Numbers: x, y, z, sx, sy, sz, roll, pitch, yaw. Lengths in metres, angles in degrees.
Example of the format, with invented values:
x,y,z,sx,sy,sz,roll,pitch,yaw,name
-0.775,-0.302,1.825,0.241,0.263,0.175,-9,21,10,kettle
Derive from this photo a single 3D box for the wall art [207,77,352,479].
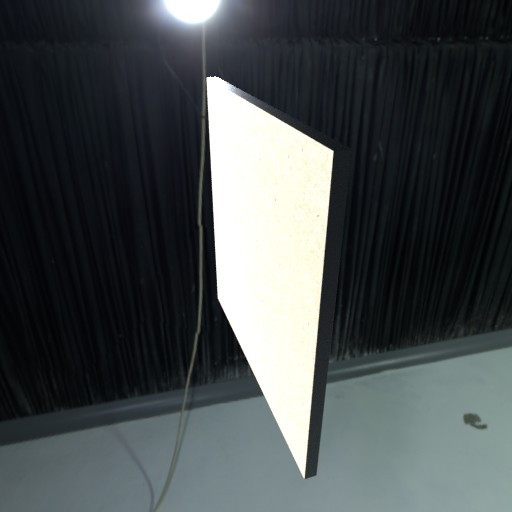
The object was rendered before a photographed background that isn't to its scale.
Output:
x,y,z,sx,sy,sz,roll,pitch,yaw,name
0.000,0.000,1.160,0.031,0.775,0.773,-10,31,-17,wall art
